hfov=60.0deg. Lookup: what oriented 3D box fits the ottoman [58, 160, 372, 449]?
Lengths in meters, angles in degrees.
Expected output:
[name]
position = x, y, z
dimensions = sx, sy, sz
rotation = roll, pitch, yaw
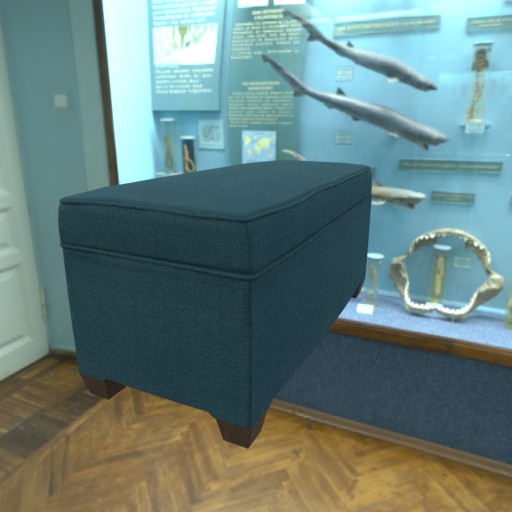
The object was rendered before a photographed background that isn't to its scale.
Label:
[ottoman]
position = 0.000, 0.000, 1.243
dimensions = 0.474, 0.474, 0.943
rotation = 8, 19, 25
